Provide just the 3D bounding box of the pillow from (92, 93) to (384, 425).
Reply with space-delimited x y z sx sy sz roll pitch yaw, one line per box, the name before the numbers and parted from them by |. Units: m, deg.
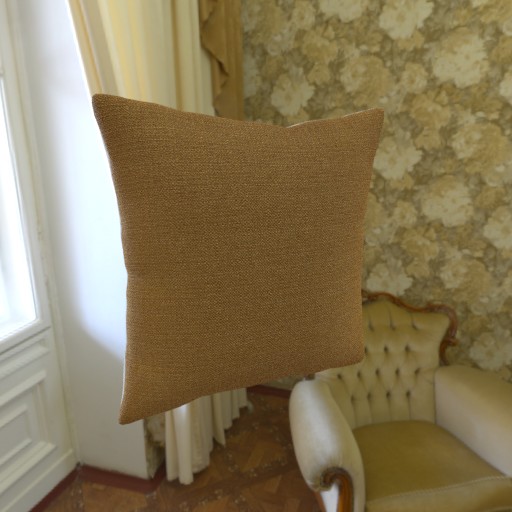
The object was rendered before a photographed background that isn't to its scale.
pillow | 0.000 0.000 0.657 0.432 0.437 0.147 -7 17 -26
